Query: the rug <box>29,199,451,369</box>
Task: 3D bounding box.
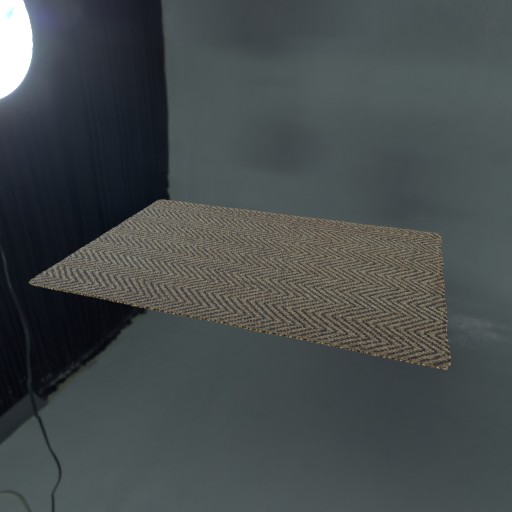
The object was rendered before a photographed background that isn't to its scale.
[{"bbox_3d":[0.000,0.000,2.294,1.828,0.008,1.219,9,28,17],"label":"rug"}]
